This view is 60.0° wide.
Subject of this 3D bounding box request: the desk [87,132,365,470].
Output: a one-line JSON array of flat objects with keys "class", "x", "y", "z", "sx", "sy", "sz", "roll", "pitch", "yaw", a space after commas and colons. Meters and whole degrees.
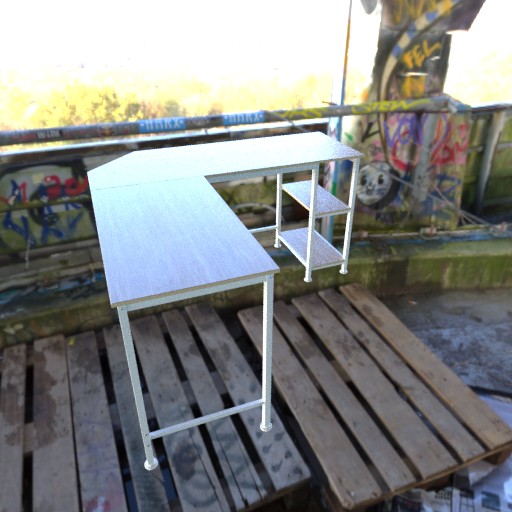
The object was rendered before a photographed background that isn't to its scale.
[{"class": "desk", "x": 0.000, "y": 0.000, "z": 2.156, "sx": 1.379, "sy": 0.739, "sz": 1.379, "roll": -11, "pitch": 32, "yaw": -18}]
